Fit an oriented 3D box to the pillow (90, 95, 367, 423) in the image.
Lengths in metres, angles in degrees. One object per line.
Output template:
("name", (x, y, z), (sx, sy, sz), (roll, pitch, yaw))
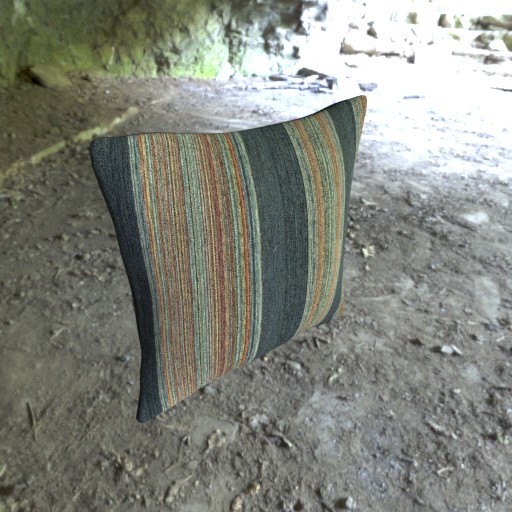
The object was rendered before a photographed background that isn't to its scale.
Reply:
("pillow", (0.000, 0.000, 0.662), (0.437, 0.419, 0.136), (-21, 35, -33))
